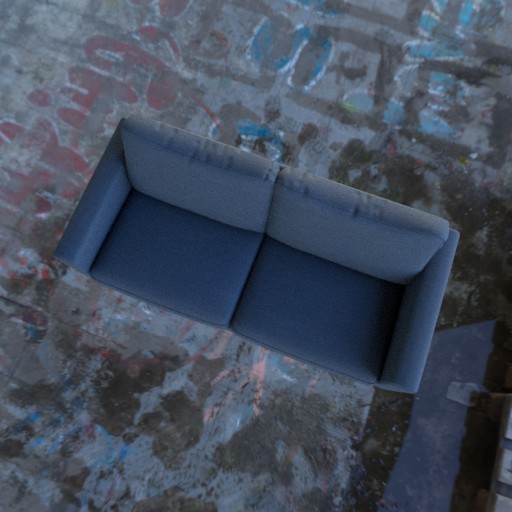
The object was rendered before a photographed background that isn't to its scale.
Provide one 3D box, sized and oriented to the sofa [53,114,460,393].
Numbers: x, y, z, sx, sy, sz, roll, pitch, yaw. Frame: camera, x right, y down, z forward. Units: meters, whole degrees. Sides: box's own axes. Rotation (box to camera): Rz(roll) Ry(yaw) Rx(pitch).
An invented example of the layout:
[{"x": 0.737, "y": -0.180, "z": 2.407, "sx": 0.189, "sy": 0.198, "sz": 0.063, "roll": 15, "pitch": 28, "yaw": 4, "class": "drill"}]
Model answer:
[{"x": 0.000, "y": 0.000, "z": 2.387, "sx": 1.900, "sy": 0.865, "sz": 0.877, "roll": 20, "pitch": 76, "yaw": 5, "class": "sofa"}]
